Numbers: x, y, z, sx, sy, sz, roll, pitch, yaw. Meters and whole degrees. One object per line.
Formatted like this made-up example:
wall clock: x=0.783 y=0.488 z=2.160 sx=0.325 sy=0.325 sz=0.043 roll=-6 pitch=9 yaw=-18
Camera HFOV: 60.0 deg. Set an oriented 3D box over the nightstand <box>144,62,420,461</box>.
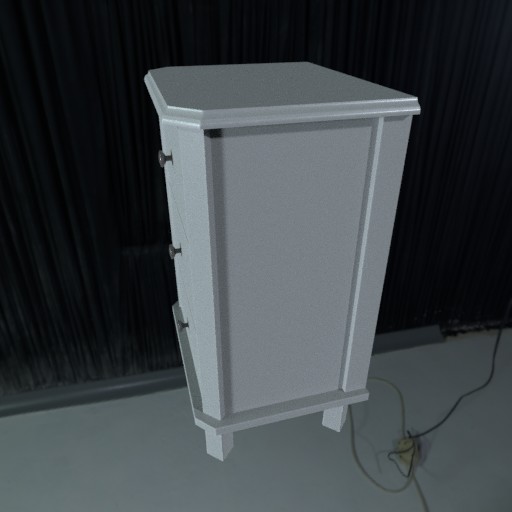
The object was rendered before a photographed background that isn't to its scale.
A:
nightstand: x=0.000 y=0.000 z=0.912 sx=0.348 sy=0.680 sz=0.435 roll=-8 pitch=31 yaw=-14
